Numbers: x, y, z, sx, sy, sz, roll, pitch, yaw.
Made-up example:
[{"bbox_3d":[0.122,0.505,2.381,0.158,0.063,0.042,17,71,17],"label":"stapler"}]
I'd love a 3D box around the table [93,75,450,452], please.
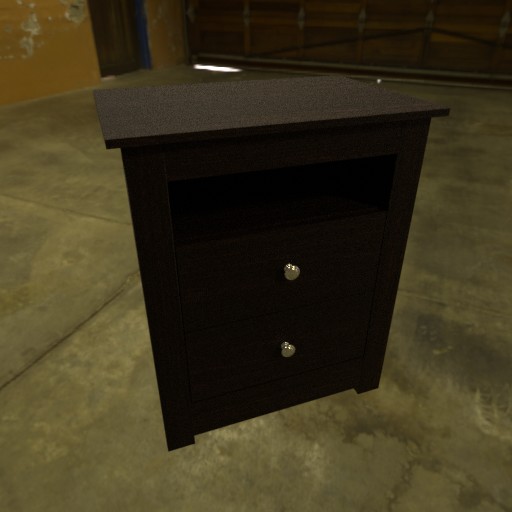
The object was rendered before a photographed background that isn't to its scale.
[{"bbox_3d":[0.000,0.000,1.043,0.591,0.711,0.406,-10,32,-17],"label":"table"}]
